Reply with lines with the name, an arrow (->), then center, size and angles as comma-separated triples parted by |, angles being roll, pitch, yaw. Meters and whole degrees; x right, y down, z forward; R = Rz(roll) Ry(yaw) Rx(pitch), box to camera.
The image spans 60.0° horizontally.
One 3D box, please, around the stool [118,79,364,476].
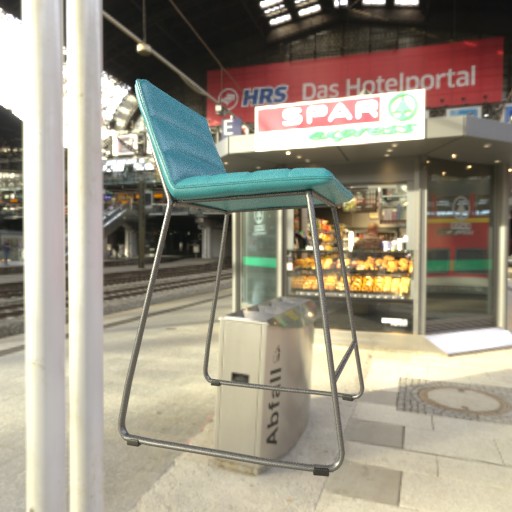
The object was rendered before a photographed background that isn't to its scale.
stool -> 0.000, 0.000, 1.169 | 0.524, 0.866, 0.489 | 0, 1, 19
